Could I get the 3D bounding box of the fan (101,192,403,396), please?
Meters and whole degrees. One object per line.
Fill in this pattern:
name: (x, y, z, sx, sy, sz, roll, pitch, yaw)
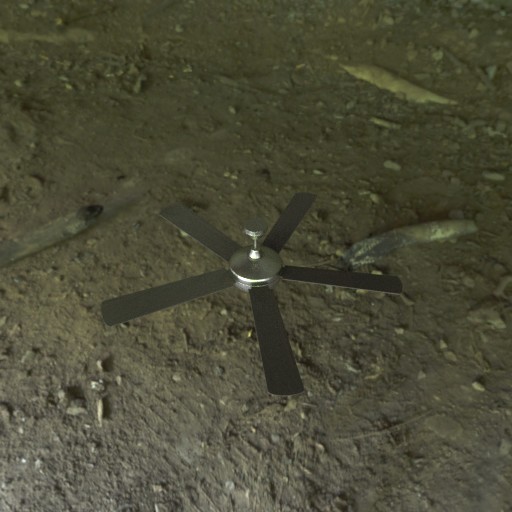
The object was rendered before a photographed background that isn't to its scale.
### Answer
fan: (0.000, 0.000, 2.019, 1.321, 0.356, 1.321, 0, 41, 0)
